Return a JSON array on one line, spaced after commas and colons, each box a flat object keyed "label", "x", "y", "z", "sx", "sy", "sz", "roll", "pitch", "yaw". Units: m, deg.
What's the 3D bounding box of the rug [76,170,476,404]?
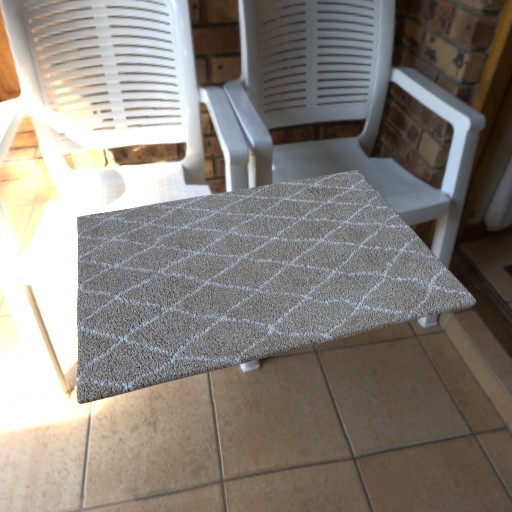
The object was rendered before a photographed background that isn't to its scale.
[{"label": "rug", "x": 0.000, "y": 0.000, "z": 2.296, "sx": 1.778, "sy": 0.030, "sz": 1.219, "roll": -11, "pitch": 43, "yaw": -12}]
